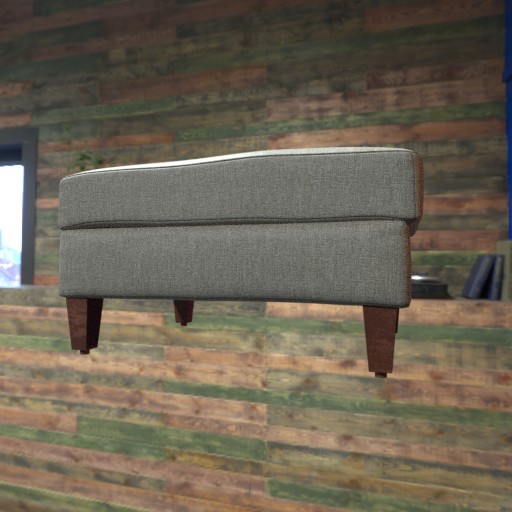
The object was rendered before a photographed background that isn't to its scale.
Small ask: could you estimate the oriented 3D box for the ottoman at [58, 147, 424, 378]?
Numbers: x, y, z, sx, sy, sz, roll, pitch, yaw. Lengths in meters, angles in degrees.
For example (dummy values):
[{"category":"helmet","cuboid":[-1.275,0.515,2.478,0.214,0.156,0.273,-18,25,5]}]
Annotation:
[{"category":"ottoman","cuboid":[0.000,0.000,1.248,0.873,0.494,0.639,0,-1,18]}]
